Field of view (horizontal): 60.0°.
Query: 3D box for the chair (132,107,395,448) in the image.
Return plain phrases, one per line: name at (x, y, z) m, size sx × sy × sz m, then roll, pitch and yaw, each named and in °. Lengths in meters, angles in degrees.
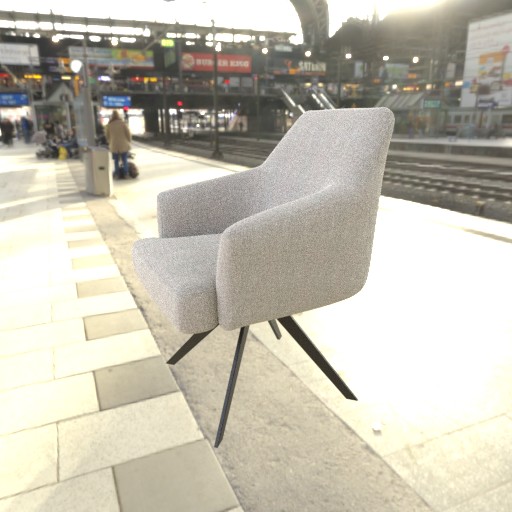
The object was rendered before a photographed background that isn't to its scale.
chair at (0.000, 0.000, 1.373) m, size 0.677 × 0.874 × 0.642 m, roll -8°, pitch 18°, yaw -25°
